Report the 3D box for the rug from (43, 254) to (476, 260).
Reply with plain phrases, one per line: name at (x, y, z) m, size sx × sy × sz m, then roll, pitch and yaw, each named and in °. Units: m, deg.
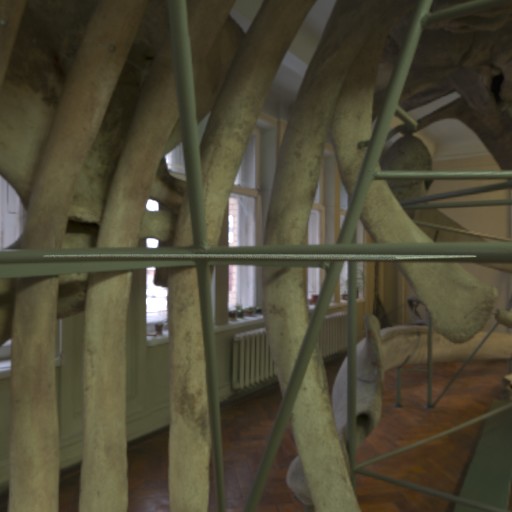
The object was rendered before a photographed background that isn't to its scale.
rug at (0.000, 0.000, 2.244) m, size 1.830 × 0.016 × 1.224 m, roll 0°, pitch 0°, yaw 36°
